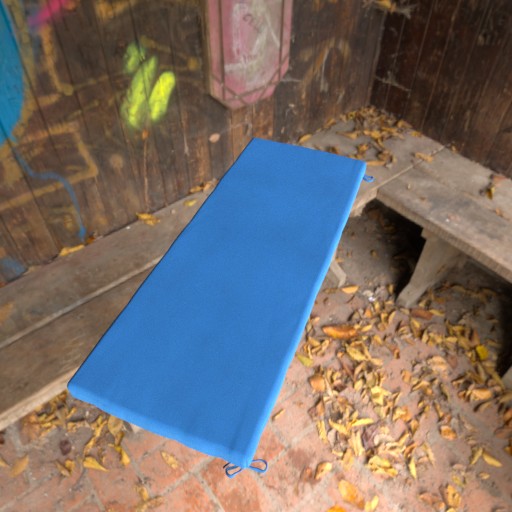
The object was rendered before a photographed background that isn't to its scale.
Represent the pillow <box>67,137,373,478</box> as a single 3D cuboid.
[{"bbox_3d":[0.000,0.000,1.333,0.492,0.081,1.187,16,49,15],"label":"pillow"}]
